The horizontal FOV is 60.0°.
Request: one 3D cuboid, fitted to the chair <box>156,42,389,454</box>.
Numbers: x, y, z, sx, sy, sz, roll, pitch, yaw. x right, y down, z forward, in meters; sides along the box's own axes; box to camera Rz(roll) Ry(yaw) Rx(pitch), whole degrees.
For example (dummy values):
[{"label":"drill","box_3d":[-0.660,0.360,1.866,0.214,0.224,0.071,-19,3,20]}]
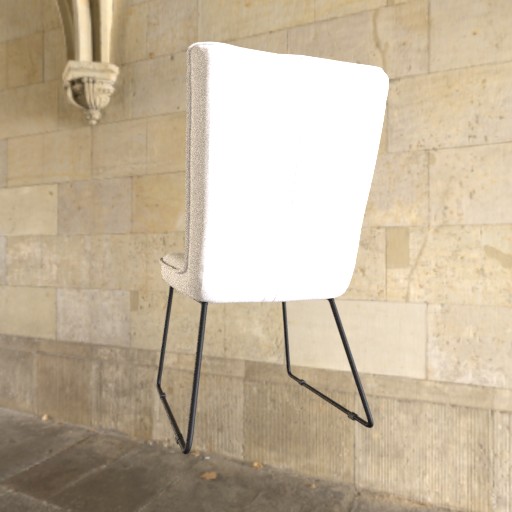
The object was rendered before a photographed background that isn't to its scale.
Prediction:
[{"label":"chair","box_3d":[0.000,0.000,1.317,0.515,0.930,0.688,0,0,-19]}]
